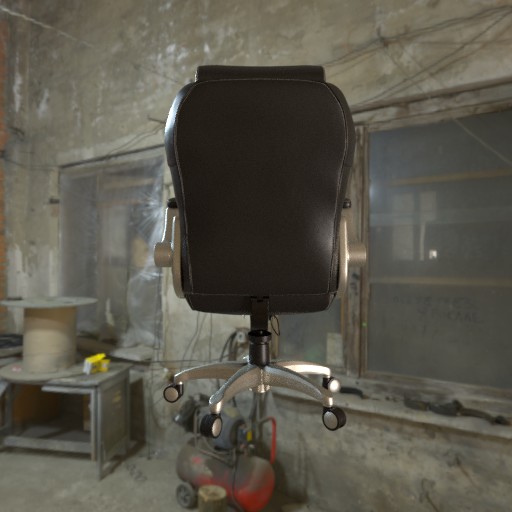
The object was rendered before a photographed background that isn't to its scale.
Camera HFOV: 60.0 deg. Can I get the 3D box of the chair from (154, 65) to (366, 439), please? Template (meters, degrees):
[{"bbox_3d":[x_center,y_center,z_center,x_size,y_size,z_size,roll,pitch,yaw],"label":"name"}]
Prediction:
[{"bbox_3d":[0.000,0.000,1.674,0.724,1.141,0.801,0,-1,0],"label":"chair"}]
